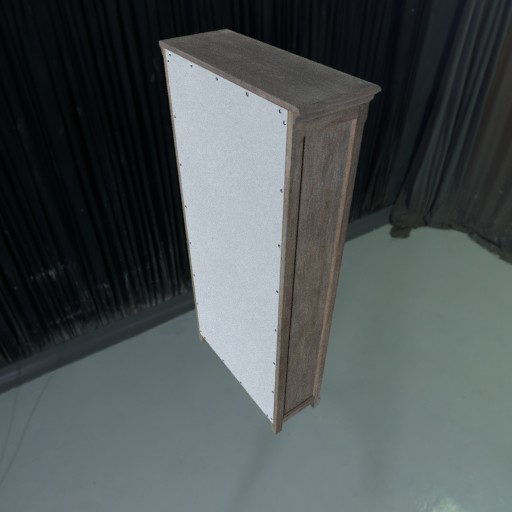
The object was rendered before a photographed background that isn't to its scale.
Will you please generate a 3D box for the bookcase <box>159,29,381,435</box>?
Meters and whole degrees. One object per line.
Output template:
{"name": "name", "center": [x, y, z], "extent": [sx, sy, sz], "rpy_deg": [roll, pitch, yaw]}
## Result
{"name": "bookcase", "center": [0.000, 0.000, 2.229], "extent": [0.348, 1.880, 0.906], "rpy_deg": [-25, 46, -27]}
